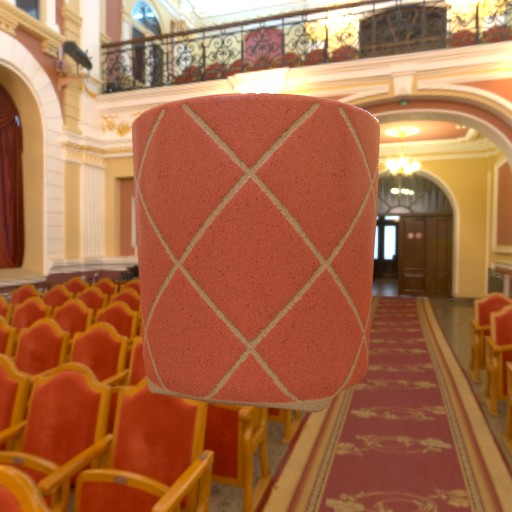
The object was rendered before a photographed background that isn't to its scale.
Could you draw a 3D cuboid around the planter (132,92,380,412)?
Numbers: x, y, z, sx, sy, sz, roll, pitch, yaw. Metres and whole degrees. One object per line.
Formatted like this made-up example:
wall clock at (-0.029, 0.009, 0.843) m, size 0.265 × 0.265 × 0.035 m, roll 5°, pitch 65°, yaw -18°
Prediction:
planter at (0.000, 0.000, 0.424) m, size 0.227 × 0.235 × 0.227 m, roll 0°, pitch 1°, yaw 0°
